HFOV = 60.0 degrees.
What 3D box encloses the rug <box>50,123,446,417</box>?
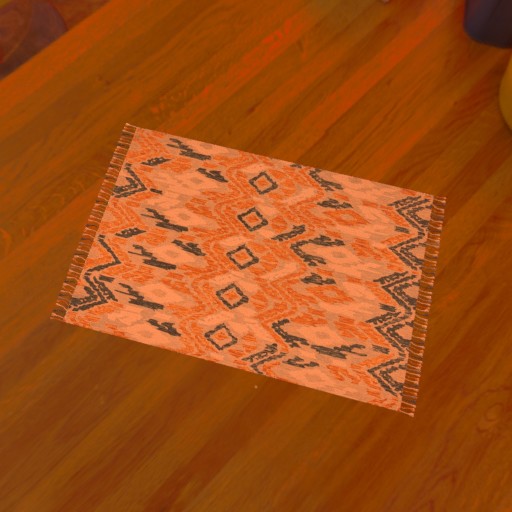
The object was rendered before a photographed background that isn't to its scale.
[{"bbox_3d":[0.000,0.000,3.048,2.428,0.010,1.533,14,74,4],"label":"rug"}]
